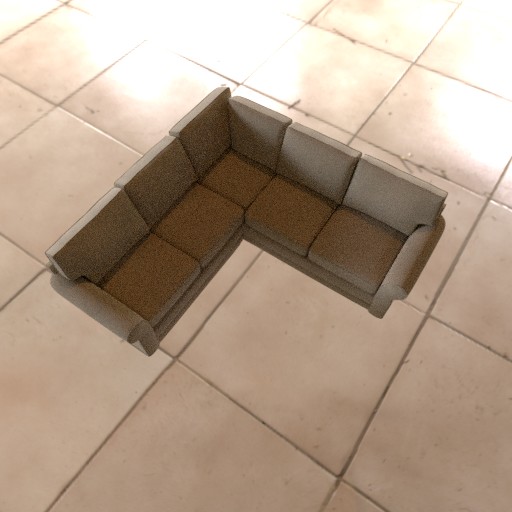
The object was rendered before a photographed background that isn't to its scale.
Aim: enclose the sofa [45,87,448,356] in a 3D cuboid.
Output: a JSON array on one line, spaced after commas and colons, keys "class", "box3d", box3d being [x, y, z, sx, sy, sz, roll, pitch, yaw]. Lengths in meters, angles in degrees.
[{"class": "sofa", "box3d": [0.000, 0.000, 3.926, 2.569, 1.054, 2.487, 30, 63, 17]}]
